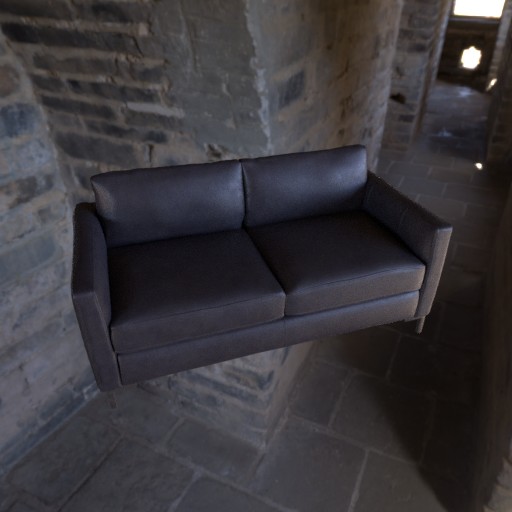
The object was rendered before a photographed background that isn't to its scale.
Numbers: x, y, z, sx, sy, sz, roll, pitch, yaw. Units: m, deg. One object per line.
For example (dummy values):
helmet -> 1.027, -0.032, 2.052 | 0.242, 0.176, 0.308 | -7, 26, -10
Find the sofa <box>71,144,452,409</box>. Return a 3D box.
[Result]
sofa -> 0.000, 0.000, 2.377 | 1.805, 0.883, 0.947 | -11, 34, -17
